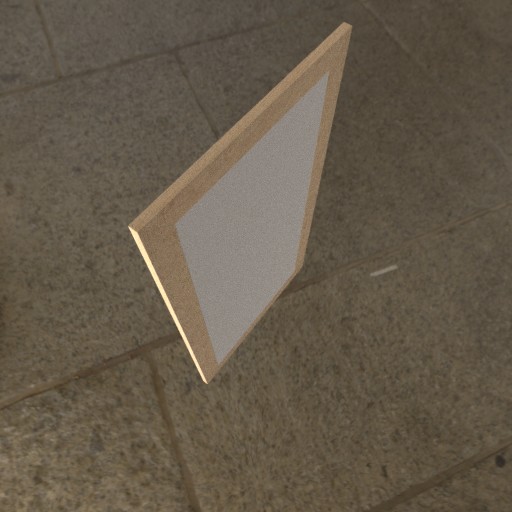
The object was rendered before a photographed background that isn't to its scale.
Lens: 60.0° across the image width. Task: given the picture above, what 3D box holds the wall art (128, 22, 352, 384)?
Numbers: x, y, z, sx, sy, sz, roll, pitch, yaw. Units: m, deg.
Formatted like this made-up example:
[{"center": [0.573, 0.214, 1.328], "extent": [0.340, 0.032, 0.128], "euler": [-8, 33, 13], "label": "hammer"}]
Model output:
[{"center": [0.000, 0.000, 0.790], "extent": [0.013, 0.683, 0.381], "euler": [34, 67, 16], "label": "wall art"}]
